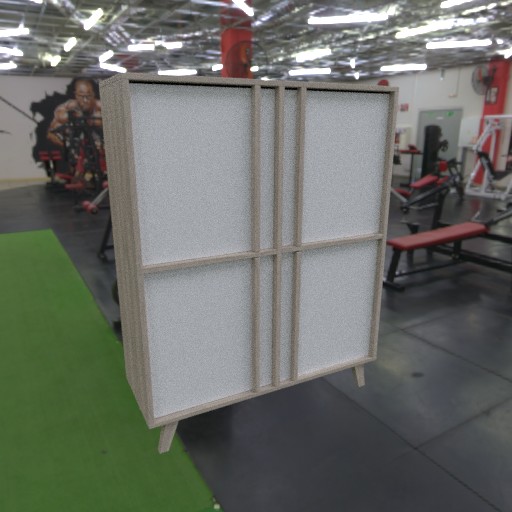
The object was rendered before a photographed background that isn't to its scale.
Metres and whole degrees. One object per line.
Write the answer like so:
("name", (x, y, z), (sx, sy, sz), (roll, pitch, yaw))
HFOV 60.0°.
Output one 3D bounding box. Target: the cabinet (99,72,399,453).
("cabinet", (0.000, 0.000, 1.922), (1.111, 1.388, 0.398), (-8, 18, -26))
